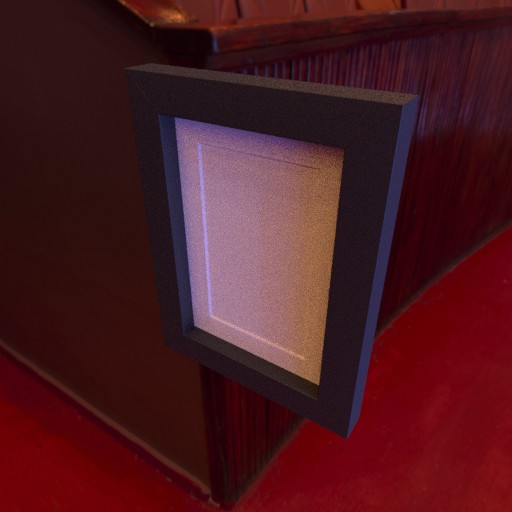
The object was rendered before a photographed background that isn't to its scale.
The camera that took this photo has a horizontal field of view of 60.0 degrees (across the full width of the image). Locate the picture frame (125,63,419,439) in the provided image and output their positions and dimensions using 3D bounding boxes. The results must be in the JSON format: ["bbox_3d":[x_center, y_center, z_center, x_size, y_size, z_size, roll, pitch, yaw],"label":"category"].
[{"bbox_3d":[0.000,0.000,0.275,0.157,0.208,0.028,19,36,28],"label":"picture frame"}]
